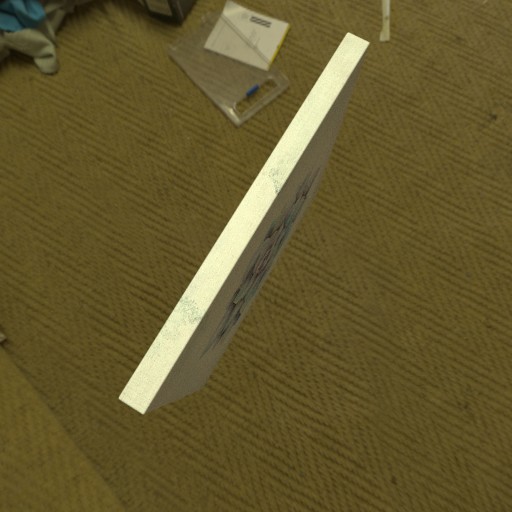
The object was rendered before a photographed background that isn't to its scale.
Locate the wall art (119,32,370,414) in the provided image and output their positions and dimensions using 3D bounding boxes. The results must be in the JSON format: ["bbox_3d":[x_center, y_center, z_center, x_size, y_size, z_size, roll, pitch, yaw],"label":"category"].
[{"bbox_3d":[0.000,0.000,0.900,0.040,0.612,0.612,29,78,7],"label":"wall art"}]
